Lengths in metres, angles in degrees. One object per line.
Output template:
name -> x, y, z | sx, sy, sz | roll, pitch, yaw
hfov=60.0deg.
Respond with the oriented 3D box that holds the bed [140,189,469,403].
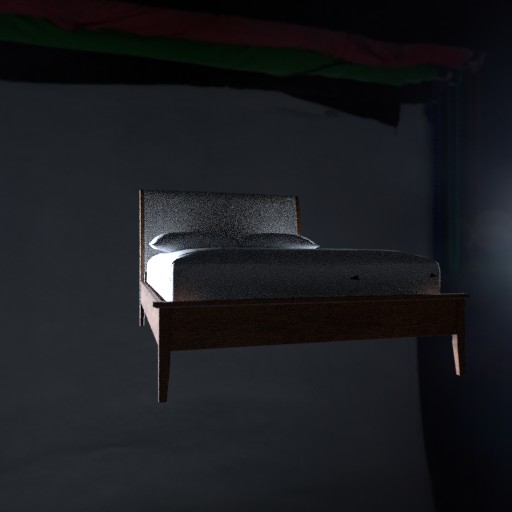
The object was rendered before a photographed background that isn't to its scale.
bed -> 0.000, 0.000, 3.224 | 1.612, 1.250, 2.380 | 0, 0, -17
